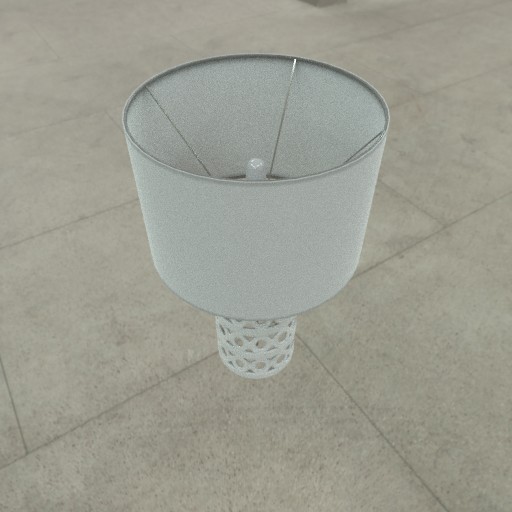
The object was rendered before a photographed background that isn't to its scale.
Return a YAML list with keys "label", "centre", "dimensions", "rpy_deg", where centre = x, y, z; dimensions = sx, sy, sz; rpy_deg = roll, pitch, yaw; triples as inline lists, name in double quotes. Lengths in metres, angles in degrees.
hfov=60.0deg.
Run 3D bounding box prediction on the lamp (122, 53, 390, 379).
- label: "lamp"
  centre: [0.000, 0.000, 0.695]
  dimensions: [0.310, 0.502, 0.310]
  rpy_deg: [0, 45, 0]
